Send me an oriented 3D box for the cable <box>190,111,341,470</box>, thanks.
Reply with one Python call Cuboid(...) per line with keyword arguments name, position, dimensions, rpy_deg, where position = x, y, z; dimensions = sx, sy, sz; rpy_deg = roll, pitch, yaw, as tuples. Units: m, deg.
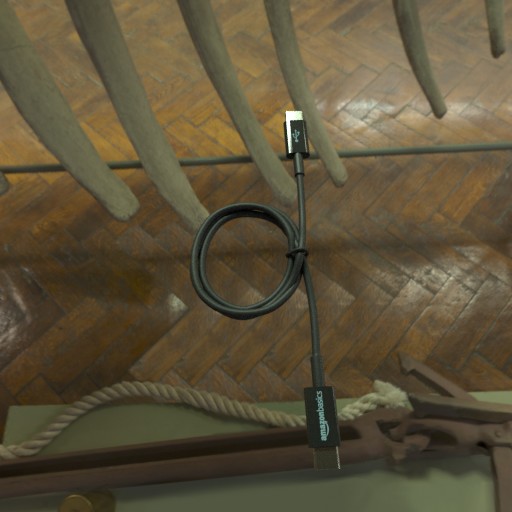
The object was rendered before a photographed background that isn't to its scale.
Cuboid(name="cable", position=(0.000, 0.000, 0.231), dimensions=(0.070, 0.014, 0.203), rpy_deg=(-2, 64, -1))
